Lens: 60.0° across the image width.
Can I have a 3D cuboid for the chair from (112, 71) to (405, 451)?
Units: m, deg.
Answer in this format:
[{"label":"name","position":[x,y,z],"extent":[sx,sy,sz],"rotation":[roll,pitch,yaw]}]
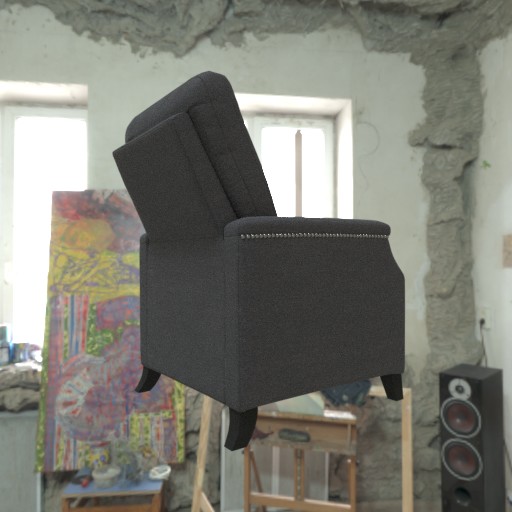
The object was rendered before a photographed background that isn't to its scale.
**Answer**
[{"label":"chair","position":[0.000,0.000,1.651],"extent":[0.922,1.049,0.710],"rotation":[1,-1,-37]}]
